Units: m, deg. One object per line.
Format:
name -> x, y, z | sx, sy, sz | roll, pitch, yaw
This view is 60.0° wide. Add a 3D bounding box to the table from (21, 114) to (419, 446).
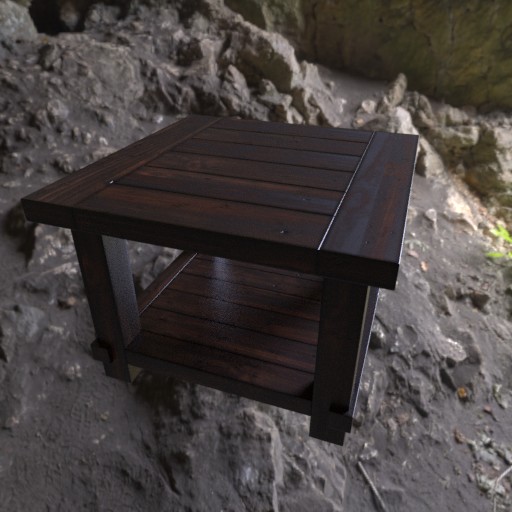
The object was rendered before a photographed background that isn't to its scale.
table -> 0.000, 0.000, 0.985 | 0.593, 0.437, 0.606 | 10, 32, 17
